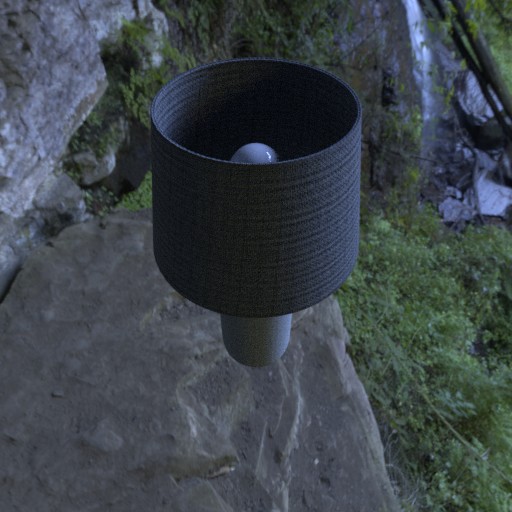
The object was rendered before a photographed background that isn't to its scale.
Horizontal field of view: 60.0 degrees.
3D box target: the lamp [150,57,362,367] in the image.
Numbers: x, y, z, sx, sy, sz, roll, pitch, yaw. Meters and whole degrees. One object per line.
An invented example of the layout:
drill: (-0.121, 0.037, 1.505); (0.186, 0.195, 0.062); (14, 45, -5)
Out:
lamp: (0.000, 0.000, 0.578); (0.251, 0.429, 0.251); (0, 47, 0)
